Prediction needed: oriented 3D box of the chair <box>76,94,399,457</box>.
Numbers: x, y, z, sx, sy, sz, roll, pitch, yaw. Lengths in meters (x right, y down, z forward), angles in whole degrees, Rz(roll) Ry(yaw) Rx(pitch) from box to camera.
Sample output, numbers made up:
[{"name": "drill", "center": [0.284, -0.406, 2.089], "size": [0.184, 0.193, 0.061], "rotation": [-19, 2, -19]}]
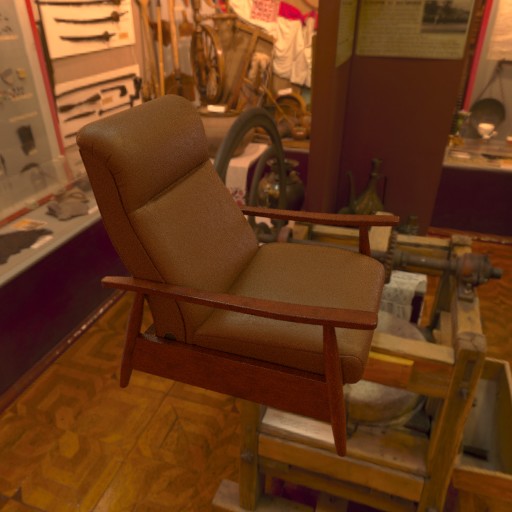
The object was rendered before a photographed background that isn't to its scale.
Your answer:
[{"name": "chair", "center": [0.000, 0.000, 1.757], "size": [1.014, 1.082, 0.762], "rotation": [11, 32, 17]}]
